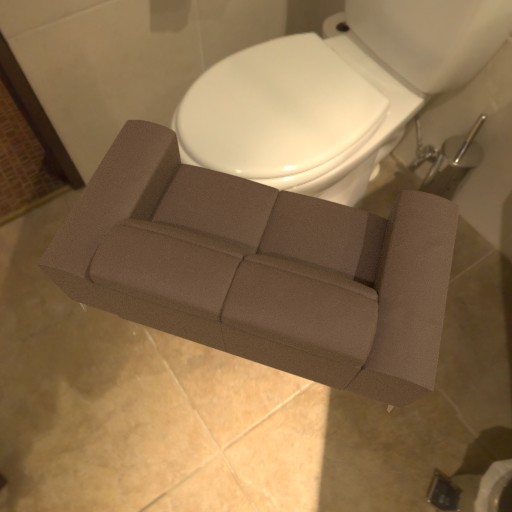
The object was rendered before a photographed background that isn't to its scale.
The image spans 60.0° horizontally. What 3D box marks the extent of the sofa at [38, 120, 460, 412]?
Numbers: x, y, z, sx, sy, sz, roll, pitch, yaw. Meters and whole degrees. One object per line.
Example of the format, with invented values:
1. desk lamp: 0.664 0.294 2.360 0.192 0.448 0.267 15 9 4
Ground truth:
1. sofa: 0.000 0.000 2.382 1.895 0.779 1.003 16 64 8
